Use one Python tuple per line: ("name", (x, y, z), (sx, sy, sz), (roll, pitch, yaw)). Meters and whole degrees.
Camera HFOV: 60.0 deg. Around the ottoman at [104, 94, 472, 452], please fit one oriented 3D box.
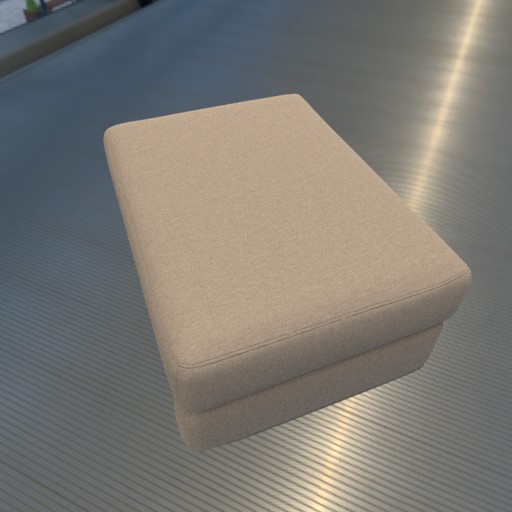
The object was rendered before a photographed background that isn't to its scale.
("ottoman", (0.000, 0.000, 1.096), (0.574, 0.497, 0.773), (-16, 48, -15))
